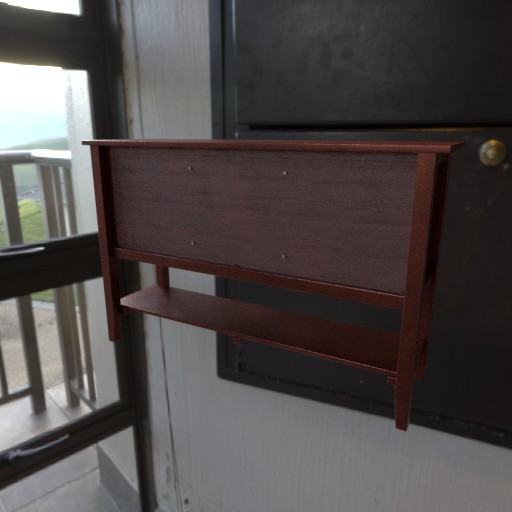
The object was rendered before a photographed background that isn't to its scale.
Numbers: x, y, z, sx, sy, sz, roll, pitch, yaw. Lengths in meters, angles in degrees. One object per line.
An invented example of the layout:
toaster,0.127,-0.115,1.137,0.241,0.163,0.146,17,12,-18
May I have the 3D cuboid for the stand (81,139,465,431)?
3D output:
stand,0.000,0.000,1.736,1.362,0.872,0.410,9,18,28
